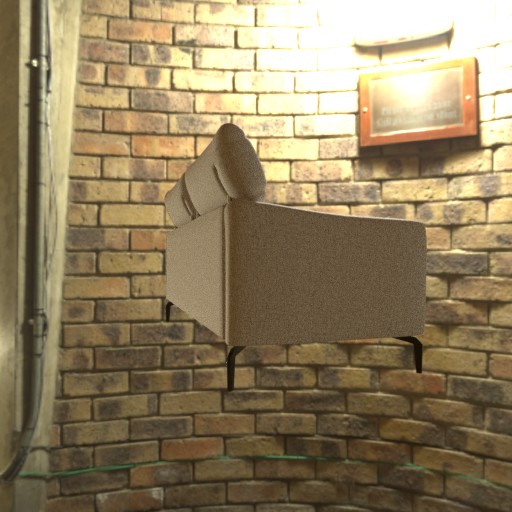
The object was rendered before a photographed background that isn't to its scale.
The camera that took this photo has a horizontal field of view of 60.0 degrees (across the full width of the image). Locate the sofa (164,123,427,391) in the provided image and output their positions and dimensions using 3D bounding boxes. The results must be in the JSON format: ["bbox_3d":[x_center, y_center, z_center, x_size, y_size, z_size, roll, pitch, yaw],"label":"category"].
[{"bbox_3d":[0.000,0.000,2.539,0.856,0.956,2.015,0,-1,-18],"label":"sofa"}]
